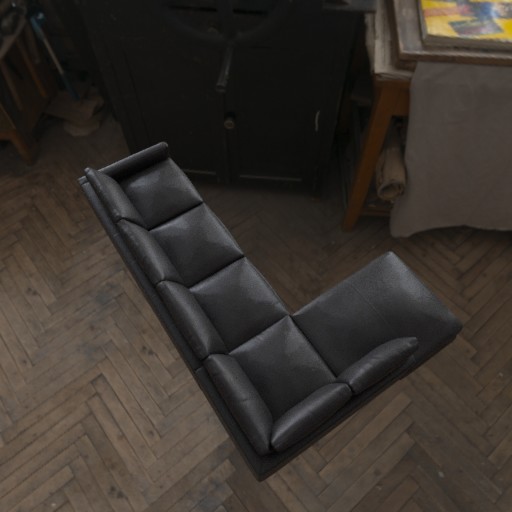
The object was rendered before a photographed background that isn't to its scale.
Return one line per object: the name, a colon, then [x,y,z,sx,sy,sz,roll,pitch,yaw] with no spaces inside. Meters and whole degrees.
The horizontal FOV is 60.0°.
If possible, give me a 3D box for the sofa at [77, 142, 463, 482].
sofa: [0.000,0.000,3.854,1.938,0.877,2.984,-30,63,-17]
